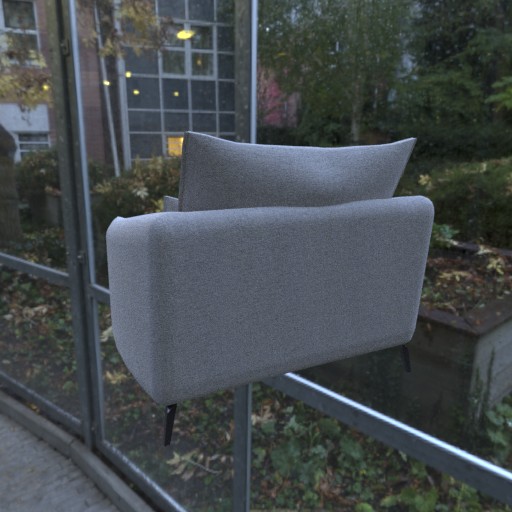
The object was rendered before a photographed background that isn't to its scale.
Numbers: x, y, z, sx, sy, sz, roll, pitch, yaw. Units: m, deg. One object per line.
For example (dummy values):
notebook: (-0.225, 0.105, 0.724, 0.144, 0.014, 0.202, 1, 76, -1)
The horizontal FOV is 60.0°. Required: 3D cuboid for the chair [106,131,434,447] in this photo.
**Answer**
chair: (0.000, 0.000, 1.641, 1.029, 0.856, 0.801, -7, 15, -26)
